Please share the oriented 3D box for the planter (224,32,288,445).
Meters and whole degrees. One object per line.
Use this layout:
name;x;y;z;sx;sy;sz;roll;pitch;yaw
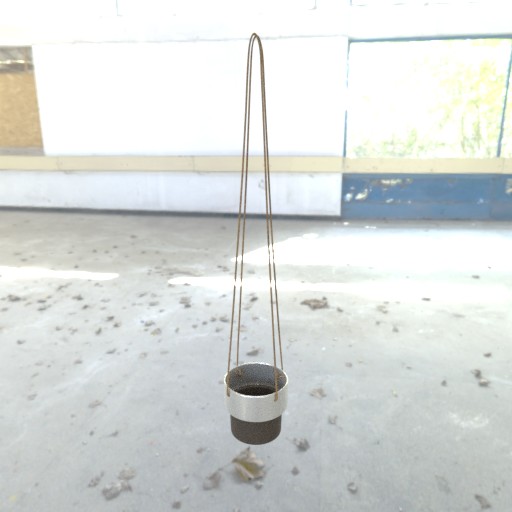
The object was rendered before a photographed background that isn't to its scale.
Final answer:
planter;0.000;0.000;1.179;0.187;1.073;0.187;3;16;9
